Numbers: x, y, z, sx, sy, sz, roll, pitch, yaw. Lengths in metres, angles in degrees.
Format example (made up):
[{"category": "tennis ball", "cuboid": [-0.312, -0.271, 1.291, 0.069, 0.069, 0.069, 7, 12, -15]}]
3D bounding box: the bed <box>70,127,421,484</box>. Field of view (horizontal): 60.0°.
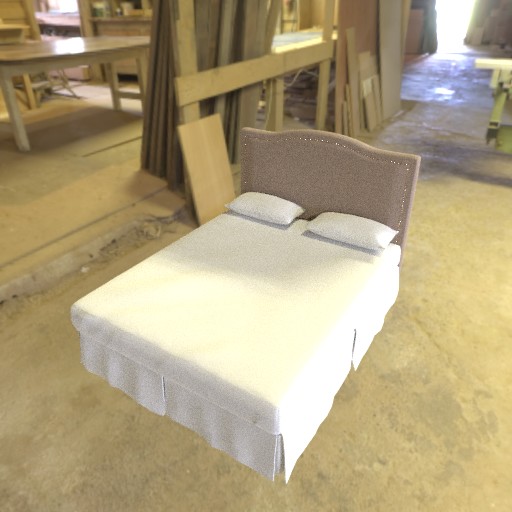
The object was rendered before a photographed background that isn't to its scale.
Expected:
[{"category": "bed", "cuboid": [0.000, 0.000, 3.428, 1.821, 1.436, 2.282, 18, 35, 28]}]
